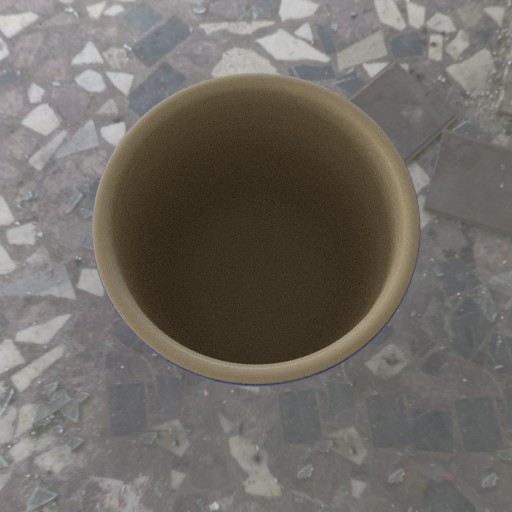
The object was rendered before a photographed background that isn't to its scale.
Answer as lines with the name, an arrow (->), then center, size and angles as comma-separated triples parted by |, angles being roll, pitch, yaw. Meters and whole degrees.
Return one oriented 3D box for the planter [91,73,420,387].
planter -> 0.000, 0.000, 0.198 | 0.109, 0.112, 0.109 | 0, 76, 0
